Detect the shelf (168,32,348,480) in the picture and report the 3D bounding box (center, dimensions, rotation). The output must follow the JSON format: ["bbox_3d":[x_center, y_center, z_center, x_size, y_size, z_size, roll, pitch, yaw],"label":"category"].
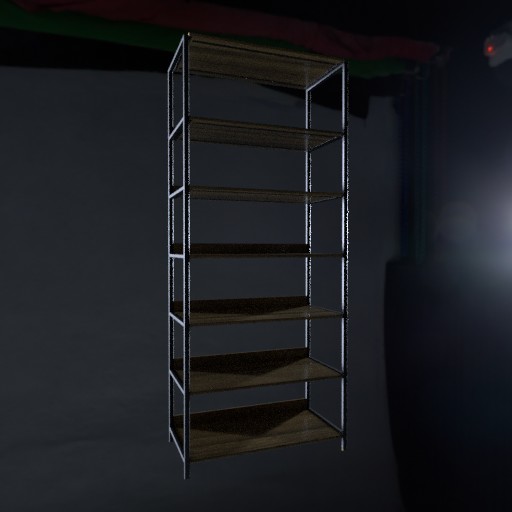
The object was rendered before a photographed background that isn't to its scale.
[{"bbox_3d":[0.000,0.000,2.339,0.847,2.015,0.431,0,1,-20],"label":"shelf"}]
